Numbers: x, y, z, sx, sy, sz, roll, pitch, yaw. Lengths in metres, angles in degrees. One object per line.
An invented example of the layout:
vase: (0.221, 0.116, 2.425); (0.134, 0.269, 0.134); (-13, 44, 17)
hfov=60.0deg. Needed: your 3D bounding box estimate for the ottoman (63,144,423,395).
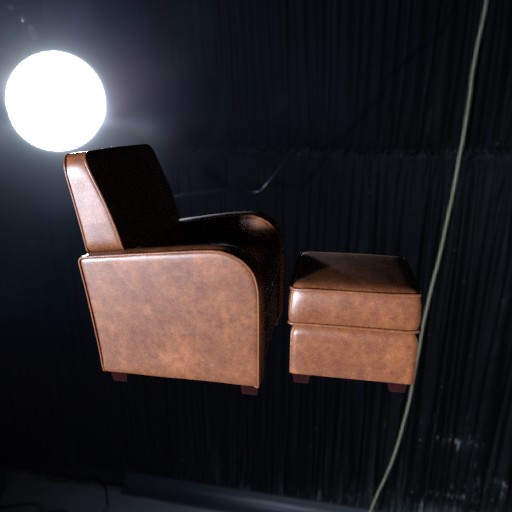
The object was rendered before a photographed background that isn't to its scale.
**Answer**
ottoman: (0.000, 0.000, 1.888); (1.314, 0.904, 0.732); (3, 17, 10)
